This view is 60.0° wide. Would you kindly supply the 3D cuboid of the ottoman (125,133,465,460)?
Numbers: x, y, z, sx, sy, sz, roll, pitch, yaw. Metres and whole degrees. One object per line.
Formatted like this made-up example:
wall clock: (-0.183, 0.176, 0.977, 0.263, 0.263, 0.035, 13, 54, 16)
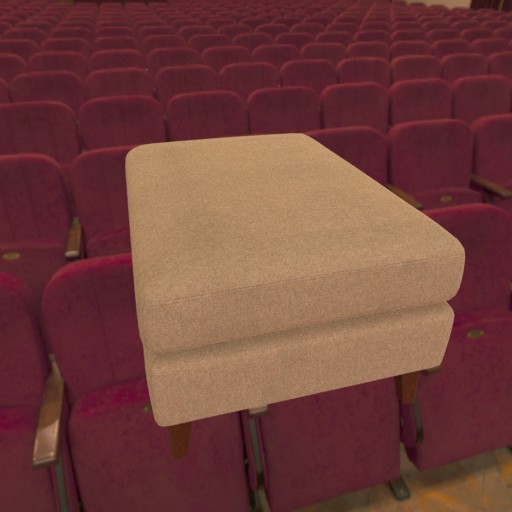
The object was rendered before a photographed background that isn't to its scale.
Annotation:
ottoman: (0.000, 0.000, 1.167, 0.610, 0.478, 0.823, -8, 31, -14)
